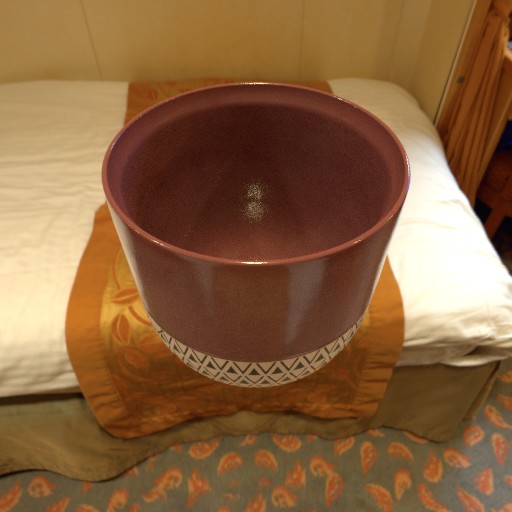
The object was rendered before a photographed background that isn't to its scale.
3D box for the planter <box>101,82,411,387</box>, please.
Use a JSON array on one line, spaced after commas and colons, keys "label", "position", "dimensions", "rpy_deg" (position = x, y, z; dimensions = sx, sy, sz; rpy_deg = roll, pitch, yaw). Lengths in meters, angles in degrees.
[{"label": "planter", "position": [0.000, 0.000, 0.489], "dimensions": [0.266, 0.270, 0.266], "rpy_deg": [0, 47, 0]}]
